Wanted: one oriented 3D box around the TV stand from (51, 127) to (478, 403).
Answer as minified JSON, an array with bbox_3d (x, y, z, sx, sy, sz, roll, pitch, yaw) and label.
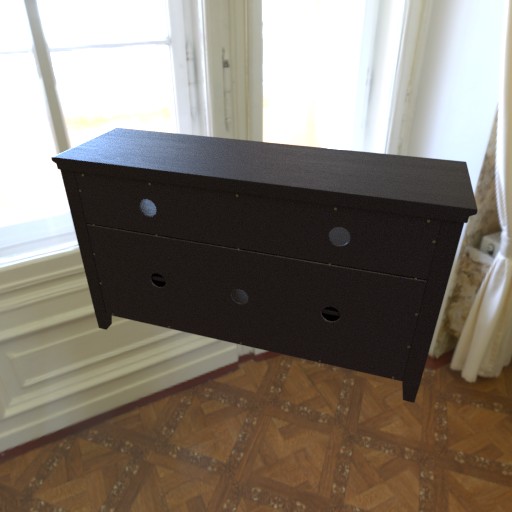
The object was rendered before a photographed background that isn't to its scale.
[{"bbox_3d":[0.000,0.000,1.506,1.198,0.681,0.347,10,33,15],"label":"TV stand"}]
